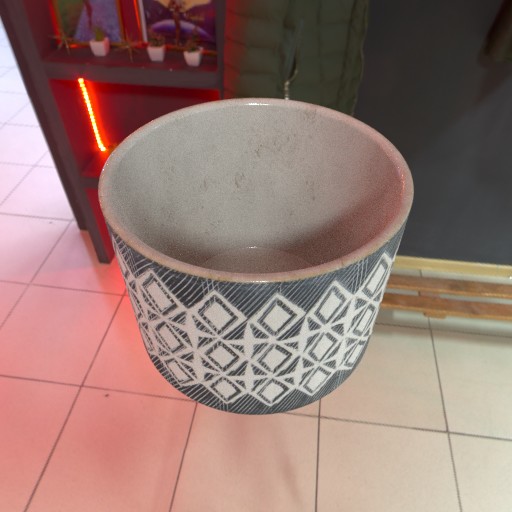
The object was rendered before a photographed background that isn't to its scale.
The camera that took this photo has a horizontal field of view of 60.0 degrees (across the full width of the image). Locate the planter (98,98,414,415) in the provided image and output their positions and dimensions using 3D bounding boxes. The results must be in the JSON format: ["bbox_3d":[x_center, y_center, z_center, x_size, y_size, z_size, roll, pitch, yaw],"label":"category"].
[{"bbox_3d":[0.000,0.000,0.220,0.126,0.104,0.126,0,45,0],"label":"planter"}]
